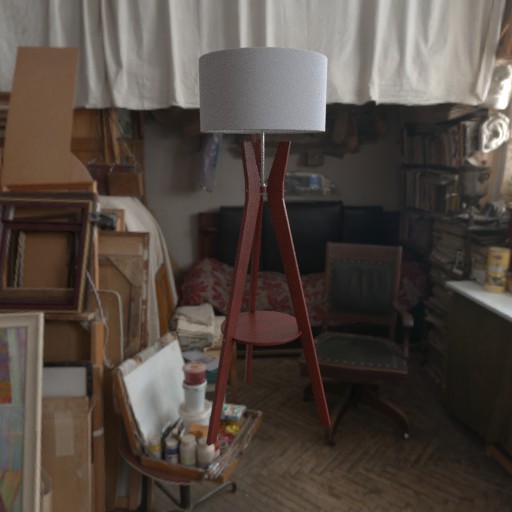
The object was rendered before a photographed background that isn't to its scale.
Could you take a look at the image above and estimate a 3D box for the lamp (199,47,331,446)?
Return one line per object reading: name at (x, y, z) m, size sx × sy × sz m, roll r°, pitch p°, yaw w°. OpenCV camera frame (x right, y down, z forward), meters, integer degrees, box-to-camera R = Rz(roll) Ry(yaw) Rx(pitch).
lamp at (0.000, 0.000, 1.789) m, size 0.542 × 1.472 × 0.539 m, roll -13°, pitch 19°, yaw -43°
